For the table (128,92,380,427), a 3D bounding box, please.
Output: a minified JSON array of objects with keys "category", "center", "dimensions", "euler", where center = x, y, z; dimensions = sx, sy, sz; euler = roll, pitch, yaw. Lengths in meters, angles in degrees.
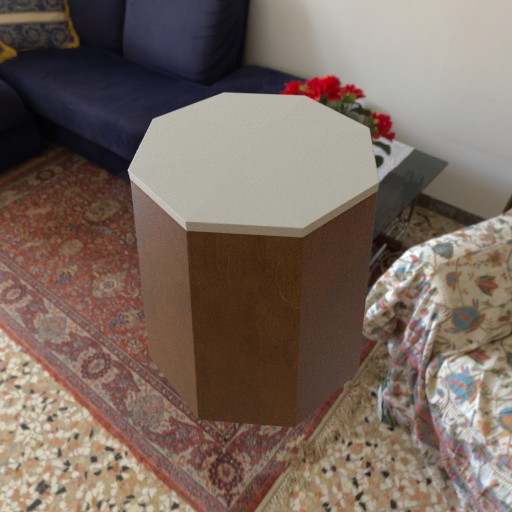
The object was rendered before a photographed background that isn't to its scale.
[{"category":"table","center":[0.000,0.000,0.815],"dimensions":[0.439,0.457,0.439],"euler":[2,46,2]}]
